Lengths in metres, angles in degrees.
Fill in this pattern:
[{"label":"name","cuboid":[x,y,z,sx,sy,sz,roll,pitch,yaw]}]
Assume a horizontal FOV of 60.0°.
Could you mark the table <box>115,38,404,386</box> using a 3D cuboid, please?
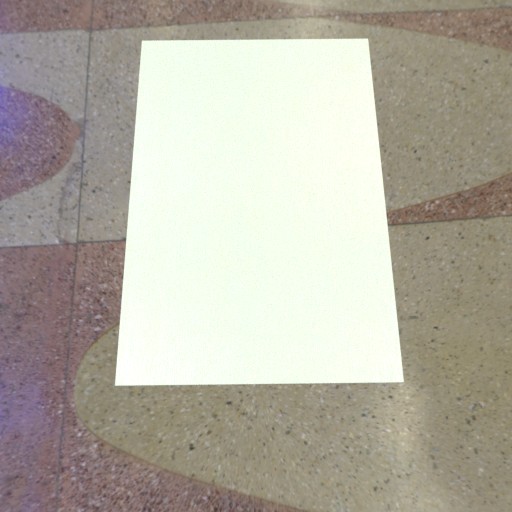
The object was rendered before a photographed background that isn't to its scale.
[{"label":"table","cuboid":[0.000,0.000,1.044,0.406,0.711,0.589,-1,73,0]}]
